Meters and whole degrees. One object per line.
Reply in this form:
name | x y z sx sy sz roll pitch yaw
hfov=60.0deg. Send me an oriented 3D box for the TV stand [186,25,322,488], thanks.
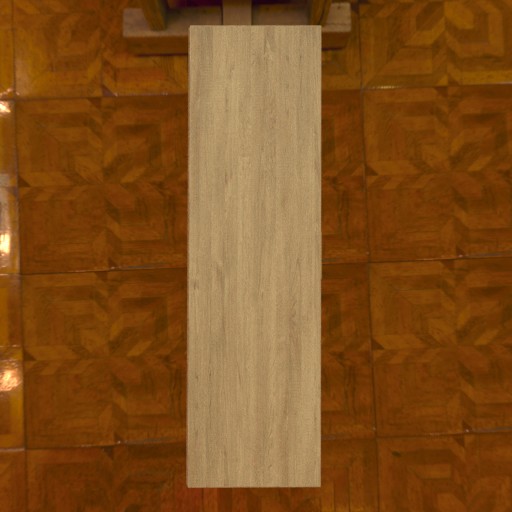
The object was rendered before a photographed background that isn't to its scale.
TV stand | 0.000 0.000 1.541 0.401 0.565 1.313 0 89 0
